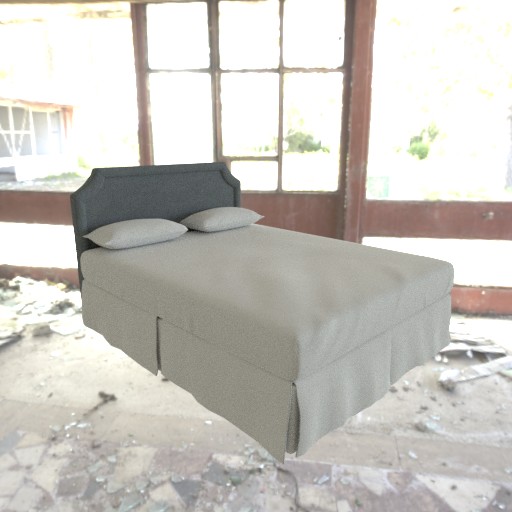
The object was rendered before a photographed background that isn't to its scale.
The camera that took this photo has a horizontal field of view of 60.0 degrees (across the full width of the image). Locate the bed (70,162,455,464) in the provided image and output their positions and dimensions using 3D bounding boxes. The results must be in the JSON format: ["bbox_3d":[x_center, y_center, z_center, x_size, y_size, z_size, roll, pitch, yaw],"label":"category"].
[{"bbox_3d":[0.000,0.000,3.462,1.977,1.306,2.464,-14,21,-43],"label":"bed"}]
